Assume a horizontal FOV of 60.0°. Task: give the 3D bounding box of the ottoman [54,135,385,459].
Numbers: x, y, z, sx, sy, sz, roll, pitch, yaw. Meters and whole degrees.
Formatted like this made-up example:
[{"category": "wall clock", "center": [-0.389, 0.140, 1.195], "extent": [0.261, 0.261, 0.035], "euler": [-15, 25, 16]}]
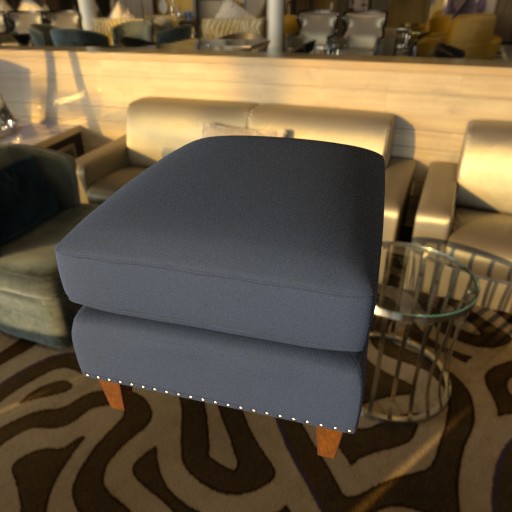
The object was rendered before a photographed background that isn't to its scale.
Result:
[{"category": "ottoman", "center": [0.000, 0.000, 1.118], "extent": [0.584, 0.513, 0.741], "euler": [8, 31, 13]}]
